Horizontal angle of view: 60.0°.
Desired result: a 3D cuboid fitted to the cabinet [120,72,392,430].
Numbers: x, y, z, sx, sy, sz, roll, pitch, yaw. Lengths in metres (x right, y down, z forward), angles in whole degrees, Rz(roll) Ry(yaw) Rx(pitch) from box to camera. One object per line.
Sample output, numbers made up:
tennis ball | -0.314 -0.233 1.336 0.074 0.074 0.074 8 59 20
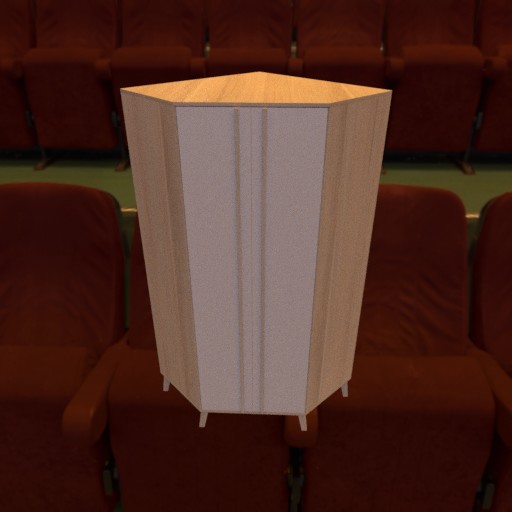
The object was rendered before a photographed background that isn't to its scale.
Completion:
cabinet | 0.000 0.000 2.683 1.272 1.957 0.969 1 30 2
